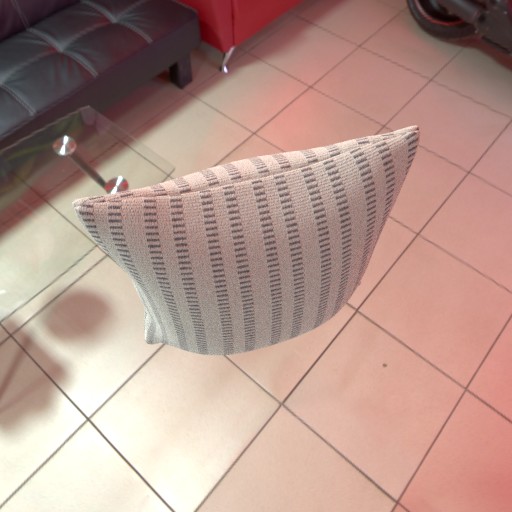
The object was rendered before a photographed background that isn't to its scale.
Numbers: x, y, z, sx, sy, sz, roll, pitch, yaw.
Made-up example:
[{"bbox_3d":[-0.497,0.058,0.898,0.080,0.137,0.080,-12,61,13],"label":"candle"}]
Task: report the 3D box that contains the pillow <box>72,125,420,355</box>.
[{"bbox_3d":[0.000,0.000,0.701,0.438,0.419,0.247,-14,60,-8],"label":"pillow"}]
